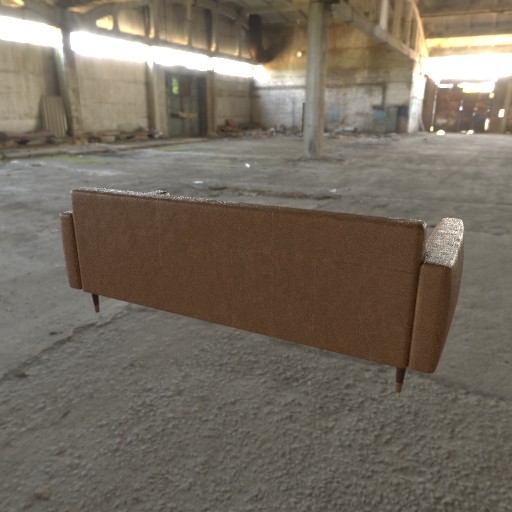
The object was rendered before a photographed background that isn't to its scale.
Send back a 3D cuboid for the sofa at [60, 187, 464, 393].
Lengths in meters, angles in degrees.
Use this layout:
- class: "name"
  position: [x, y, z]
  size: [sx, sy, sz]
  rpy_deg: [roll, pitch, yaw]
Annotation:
- class: "sofa"
  position: [0.000, 0.000, 2.716]
  size: [2.291, 0.821, 0.990]
  rpy_deg: [9, 20, 26]
